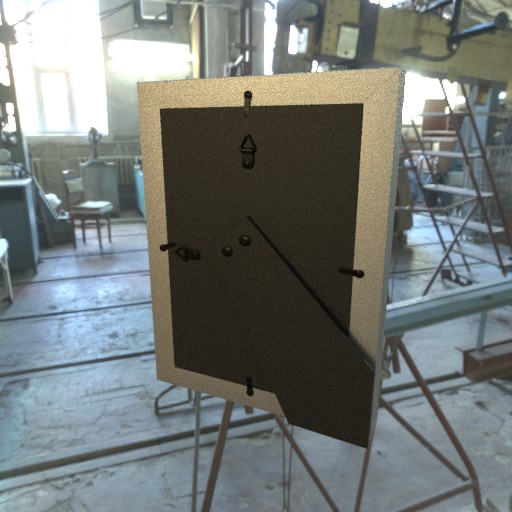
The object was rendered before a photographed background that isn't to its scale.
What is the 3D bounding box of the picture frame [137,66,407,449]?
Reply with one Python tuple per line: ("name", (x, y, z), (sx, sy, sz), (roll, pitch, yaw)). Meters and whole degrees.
("picture frame", (0.000, 0.000, 0.275), (0.157, 0.208, 0.028), (7, 17, 25))
